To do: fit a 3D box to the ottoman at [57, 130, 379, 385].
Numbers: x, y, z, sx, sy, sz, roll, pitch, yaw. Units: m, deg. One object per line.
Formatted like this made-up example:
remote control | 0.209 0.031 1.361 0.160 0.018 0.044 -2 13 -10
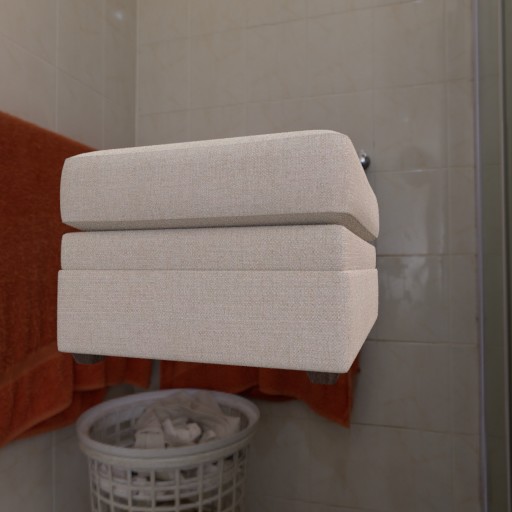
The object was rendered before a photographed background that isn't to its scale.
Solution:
ottoman | 0.000 0.000 1.243 0.637 0.478 0.885 0 -1 19
